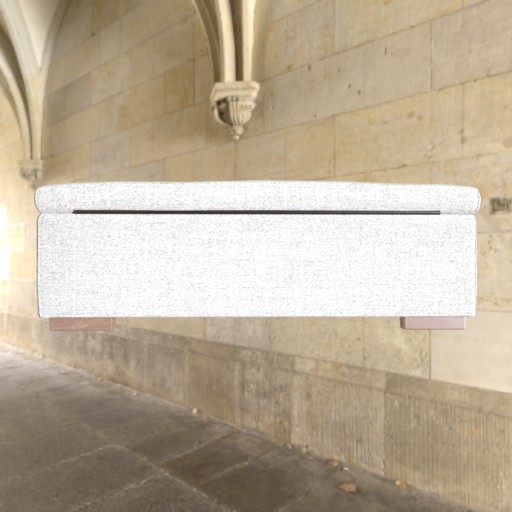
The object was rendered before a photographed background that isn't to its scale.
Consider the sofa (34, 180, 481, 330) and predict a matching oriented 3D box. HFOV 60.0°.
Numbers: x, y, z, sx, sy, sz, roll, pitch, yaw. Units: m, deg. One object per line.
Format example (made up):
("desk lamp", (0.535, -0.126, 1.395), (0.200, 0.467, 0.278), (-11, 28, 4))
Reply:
("sofa", (0.000, 0.000, 1.621), (1.250, 0.434, 0.817), (0, -1, -1))
